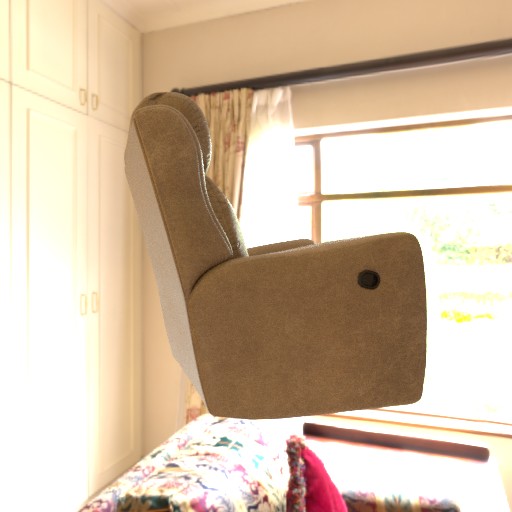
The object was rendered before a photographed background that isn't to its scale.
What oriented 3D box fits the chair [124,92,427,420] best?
[{"bbox_3d":[0.000,0.000,1.899,1.068,1.116,0.965,0,0,-18],"label":"chair"}]
